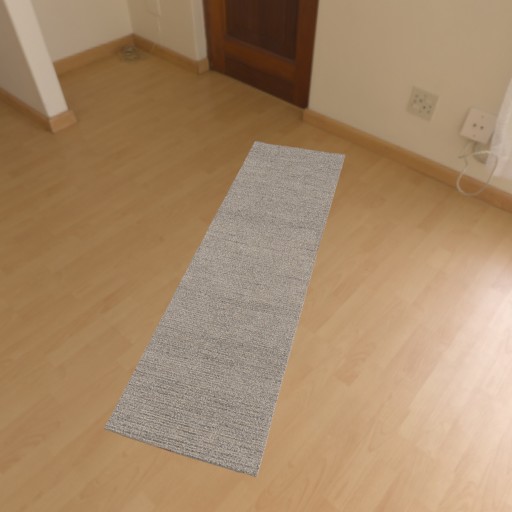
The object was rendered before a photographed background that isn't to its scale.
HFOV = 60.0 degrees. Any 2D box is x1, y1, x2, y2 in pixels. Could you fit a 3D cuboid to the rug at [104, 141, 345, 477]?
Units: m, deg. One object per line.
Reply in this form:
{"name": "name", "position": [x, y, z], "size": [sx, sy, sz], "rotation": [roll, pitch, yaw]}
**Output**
{"name": "rug", "position": [0.000, 0.000, 2.596], "size": [0.692, 0.032, 2.320], "rotation": [12, 49, 11]}
